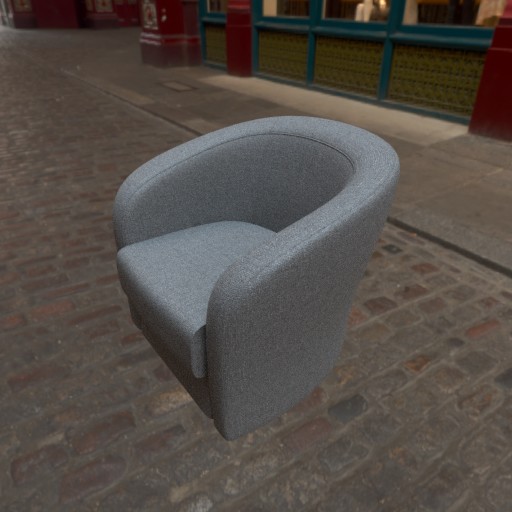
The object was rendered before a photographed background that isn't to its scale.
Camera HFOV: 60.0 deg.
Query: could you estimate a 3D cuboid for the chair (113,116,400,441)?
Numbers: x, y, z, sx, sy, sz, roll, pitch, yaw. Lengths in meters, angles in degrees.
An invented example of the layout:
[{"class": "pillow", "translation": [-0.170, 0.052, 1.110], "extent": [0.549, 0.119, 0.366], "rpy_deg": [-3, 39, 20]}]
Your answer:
[{"class": "chair", "translation": [0.000, 0.000, 1.498], "extent": [0.815, 0.771, 0.791], "rpy_deg": [-21, 37, -31]}]
